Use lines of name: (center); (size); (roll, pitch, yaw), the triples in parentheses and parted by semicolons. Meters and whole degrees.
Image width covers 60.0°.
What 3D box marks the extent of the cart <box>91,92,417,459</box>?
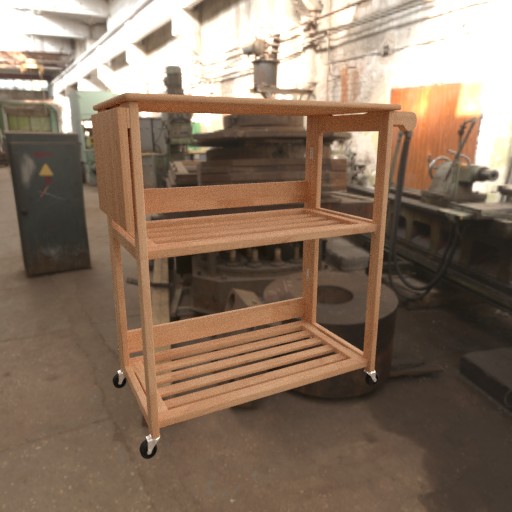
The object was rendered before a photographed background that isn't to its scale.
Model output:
cart: (0.000, 0.000, 1.362); (0.853, 0.879, 0.432); (-8, 17, -27)
